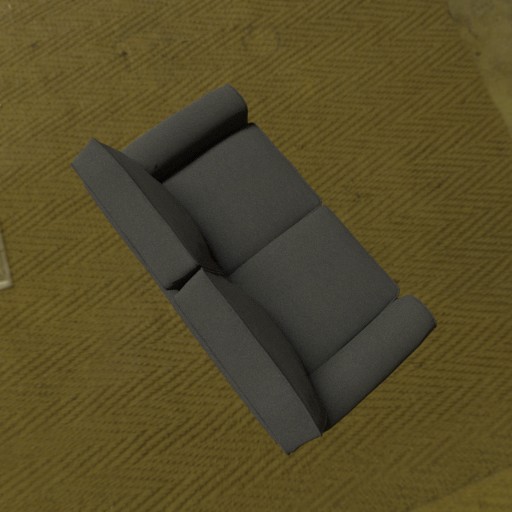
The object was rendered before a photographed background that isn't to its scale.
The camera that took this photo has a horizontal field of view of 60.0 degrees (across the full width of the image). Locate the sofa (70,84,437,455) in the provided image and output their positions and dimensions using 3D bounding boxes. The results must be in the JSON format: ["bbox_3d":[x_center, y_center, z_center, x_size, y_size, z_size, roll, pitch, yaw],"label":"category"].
[{"bbox_3d":[0.000,0.000,2.407,0.997,1.059,1.801,-37,79,-8],"label":"sofa"}]
